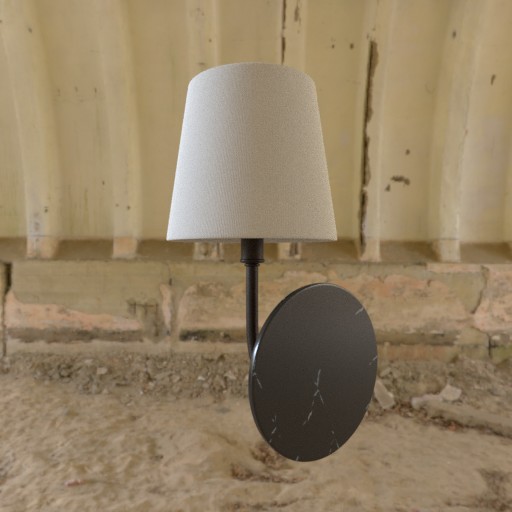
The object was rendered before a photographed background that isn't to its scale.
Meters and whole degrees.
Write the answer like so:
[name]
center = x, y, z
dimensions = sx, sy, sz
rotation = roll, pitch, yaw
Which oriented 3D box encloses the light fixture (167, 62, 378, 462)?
[light fixture]
center = 0.000, 0.000, 0.443
dimensions = 0.168, 0.337, 0.188
rotation = 0, 0, -36
